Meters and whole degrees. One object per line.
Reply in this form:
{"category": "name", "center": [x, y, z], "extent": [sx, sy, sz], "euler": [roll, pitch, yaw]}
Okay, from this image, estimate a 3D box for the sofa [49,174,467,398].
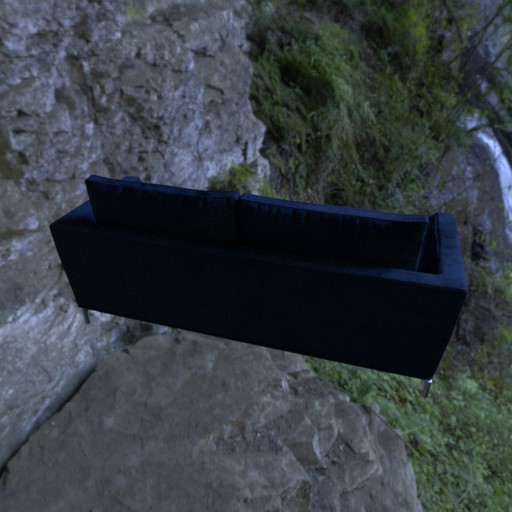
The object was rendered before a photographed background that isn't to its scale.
{"category": "sofa", "center": [0.000, 0.000, 2.688], "extent": [2.212, 0.998, 0.853], "euler": [9, 32, 15]}
